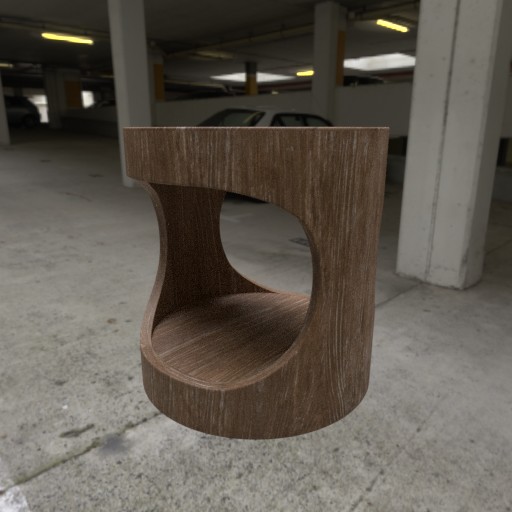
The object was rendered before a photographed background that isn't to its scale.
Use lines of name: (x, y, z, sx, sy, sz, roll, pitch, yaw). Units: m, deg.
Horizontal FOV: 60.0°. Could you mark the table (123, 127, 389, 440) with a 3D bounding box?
table: (0.000, 0.000, 0.988, 0.527, 0.551, 0.527, 0, 16, 0)
